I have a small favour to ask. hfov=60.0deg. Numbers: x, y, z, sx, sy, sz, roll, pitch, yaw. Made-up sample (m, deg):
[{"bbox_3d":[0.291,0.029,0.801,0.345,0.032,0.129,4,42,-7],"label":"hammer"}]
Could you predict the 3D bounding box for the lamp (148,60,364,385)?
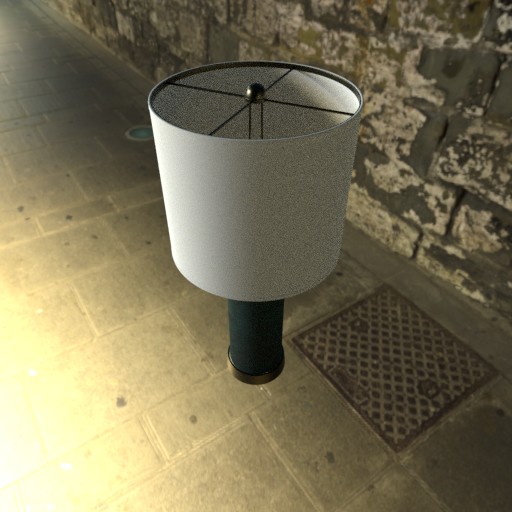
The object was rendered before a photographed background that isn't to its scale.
[{"bbox_3d":[0.000,0.000,0.821,0.301,0.630,0.301,-13,42,-15],"label":"lamp"}]
